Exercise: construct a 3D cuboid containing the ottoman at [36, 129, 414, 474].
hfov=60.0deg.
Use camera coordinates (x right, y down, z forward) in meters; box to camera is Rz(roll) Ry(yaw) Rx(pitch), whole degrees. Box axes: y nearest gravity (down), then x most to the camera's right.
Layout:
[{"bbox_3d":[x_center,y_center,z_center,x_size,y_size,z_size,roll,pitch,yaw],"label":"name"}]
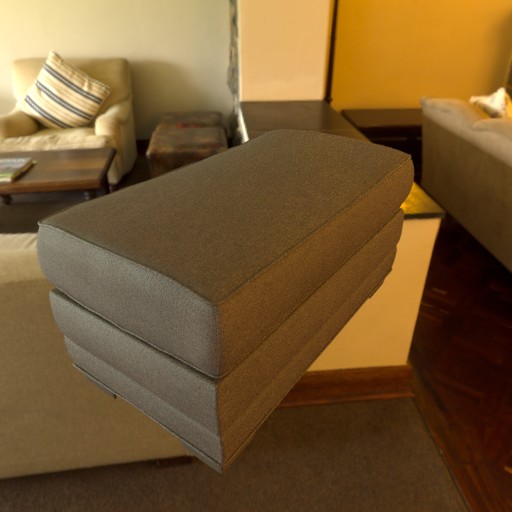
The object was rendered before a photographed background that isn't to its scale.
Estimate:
[{"bbox_3d":[0.000,0.000,1.115,0.490,0.448,0.864,20,36,30],"label":"ottoman"}]
